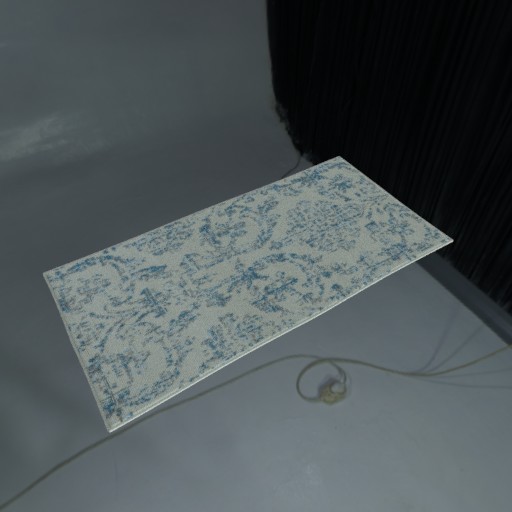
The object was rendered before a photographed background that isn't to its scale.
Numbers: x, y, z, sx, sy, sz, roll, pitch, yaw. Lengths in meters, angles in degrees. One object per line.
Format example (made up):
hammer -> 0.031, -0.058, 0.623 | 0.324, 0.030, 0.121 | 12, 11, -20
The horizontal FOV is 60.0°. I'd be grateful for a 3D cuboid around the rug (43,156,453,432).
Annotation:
rug -> 0.000, 0.000, 1.457 | 1.220, 0.007, 0.605 | -25, 51, -22
